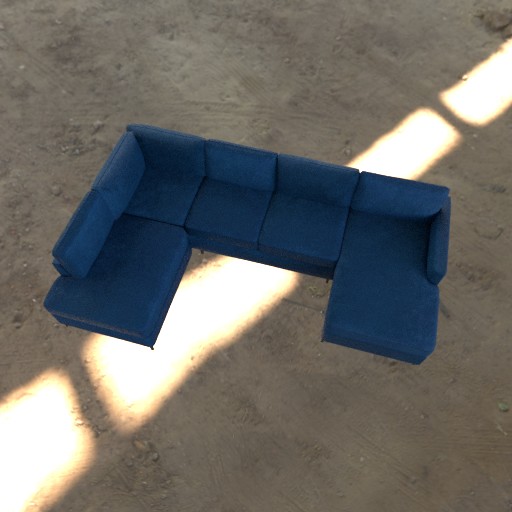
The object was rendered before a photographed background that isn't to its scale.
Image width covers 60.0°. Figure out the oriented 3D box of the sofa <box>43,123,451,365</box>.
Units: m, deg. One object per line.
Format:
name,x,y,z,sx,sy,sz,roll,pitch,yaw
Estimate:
sofa,0.000,0.000,4.237,3.434,0.992,2.055,13,60,8
